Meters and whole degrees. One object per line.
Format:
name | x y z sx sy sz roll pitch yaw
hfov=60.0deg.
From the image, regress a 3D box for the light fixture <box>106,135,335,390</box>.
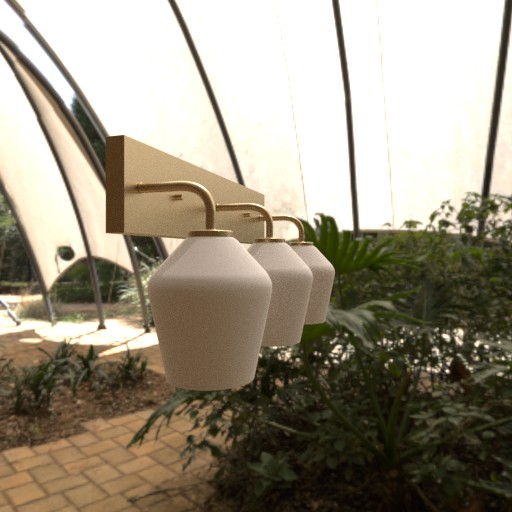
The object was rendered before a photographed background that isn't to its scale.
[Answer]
light fixture | 0.000 0.000 0.740 0.190 0.280 0.609 0 0 19
